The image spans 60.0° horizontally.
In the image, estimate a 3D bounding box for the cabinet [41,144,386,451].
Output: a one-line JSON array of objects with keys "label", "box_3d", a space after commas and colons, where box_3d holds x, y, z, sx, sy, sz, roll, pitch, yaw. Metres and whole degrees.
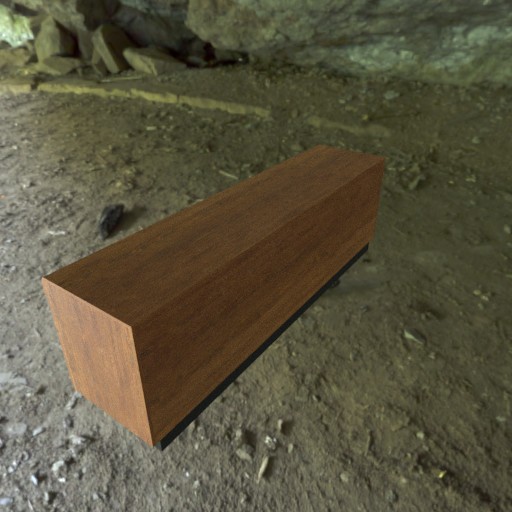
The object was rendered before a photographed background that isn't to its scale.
[{"label": "cabinet", "box_3d": [0.000, 0.000, 1.854, 0.419, 0.510, 1.600, 20, 36, 30]}]
